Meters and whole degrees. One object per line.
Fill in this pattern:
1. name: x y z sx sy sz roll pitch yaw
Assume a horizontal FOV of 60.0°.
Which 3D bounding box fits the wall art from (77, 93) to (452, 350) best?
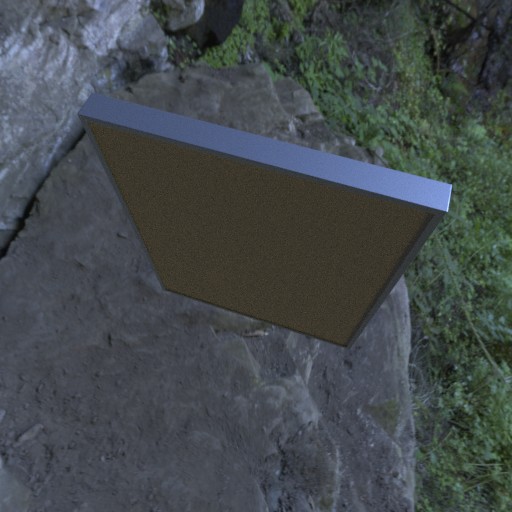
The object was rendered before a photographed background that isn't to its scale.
1. wall art: 0.000 0.000 0.760 0.445 0.553 0.039 17 64 8
